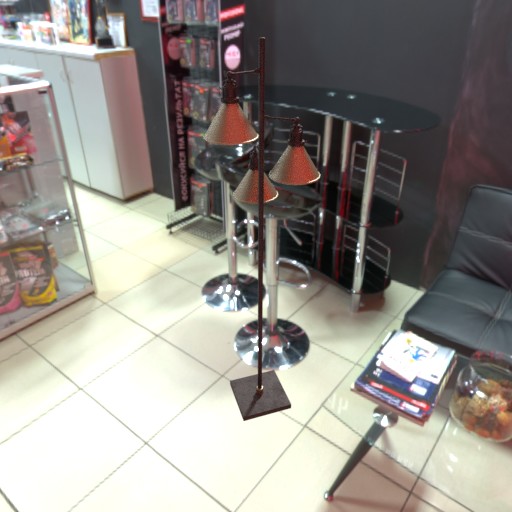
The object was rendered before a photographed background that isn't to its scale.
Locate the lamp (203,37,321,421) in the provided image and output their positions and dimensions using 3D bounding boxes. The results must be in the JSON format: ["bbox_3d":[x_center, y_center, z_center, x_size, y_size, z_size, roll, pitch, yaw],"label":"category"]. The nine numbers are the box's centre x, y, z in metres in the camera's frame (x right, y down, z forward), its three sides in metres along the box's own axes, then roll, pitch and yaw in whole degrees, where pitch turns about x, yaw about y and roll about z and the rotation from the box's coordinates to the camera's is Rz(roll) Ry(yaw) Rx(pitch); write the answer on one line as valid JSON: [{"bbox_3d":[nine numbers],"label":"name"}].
[{"bbox_3d":[0.000,0.000,1.929,0.428,1.716,0.415,-10,32,-16],"label":"lamp"}]
